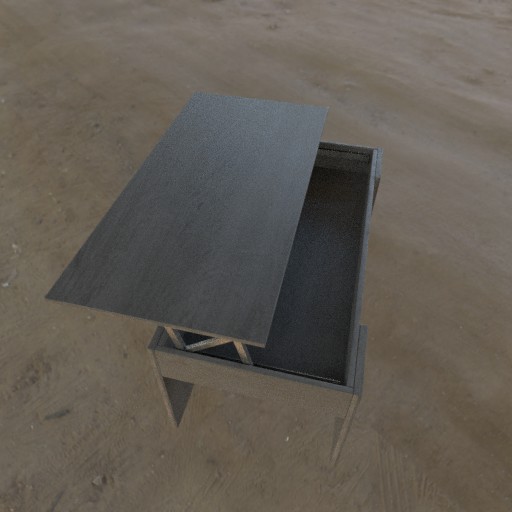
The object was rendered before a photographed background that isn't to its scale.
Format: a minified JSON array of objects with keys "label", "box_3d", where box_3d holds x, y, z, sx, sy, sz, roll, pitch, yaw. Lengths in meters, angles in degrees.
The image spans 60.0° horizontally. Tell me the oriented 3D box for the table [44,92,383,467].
[{"label":"table","box_3d":[0.000,0.000,1.452,0.711,0.570,1.000,10,47,10]}]
